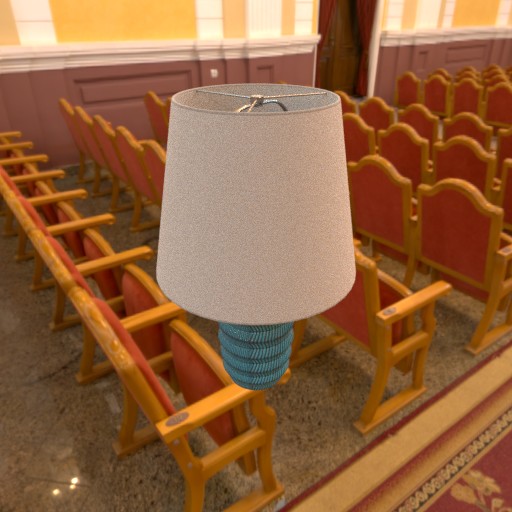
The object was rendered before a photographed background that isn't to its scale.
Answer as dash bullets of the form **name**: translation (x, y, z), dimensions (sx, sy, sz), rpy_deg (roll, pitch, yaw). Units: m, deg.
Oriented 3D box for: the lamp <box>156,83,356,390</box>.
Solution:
- **lamp**: translation (0.000, 0.000, 0.570), dimensions (0.254, 0.392, 0.254), rpy_deg (0, 29, 0)
